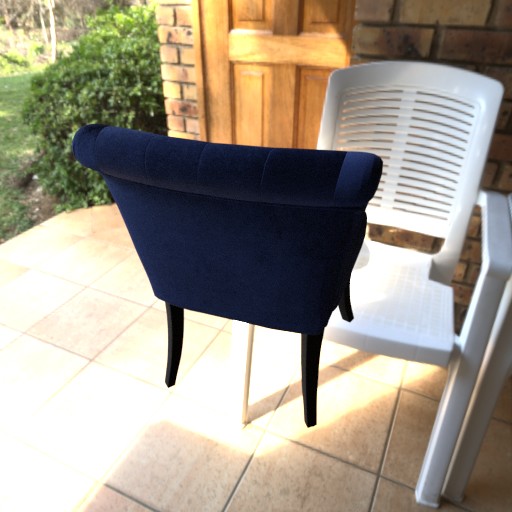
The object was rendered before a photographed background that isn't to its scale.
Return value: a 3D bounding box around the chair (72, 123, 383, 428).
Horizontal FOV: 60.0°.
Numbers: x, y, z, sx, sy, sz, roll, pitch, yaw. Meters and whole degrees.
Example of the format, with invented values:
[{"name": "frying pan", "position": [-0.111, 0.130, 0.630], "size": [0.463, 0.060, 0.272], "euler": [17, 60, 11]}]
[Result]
[{"name": "chair", "position": [0.000, 0.000, 1.158], "size": [0.585, 0.753, 0.606], "euler": [10, 33, 16]}]
